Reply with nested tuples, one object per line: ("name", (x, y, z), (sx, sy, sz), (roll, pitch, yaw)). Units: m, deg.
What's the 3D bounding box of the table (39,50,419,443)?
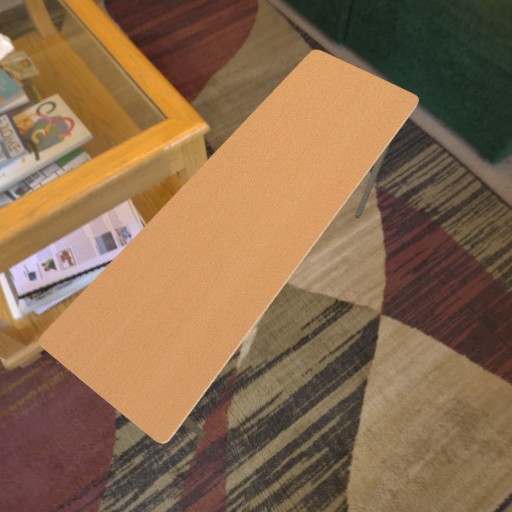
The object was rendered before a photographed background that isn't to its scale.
("table", (0.000, 0.000, 1.707), (0.446, 0.750, 1.397), (32, 68, 15))
